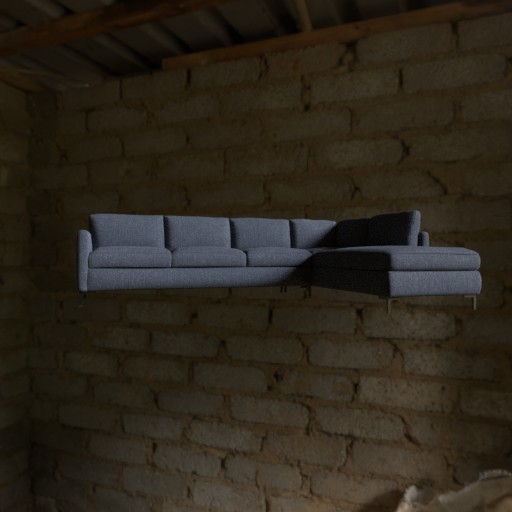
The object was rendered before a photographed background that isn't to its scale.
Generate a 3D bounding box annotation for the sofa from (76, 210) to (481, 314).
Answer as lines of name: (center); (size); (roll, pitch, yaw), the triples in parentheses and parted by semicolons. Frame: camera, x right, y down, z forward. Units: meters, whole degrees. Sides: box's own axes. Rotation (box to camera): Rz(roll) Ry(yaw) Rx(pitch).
sofa: (0.000, 0.000, 3.819); (2.949, 0.815, 2.007); (0, 0, -18)
